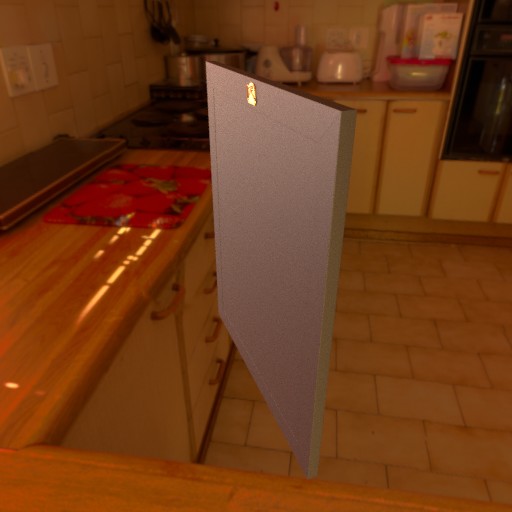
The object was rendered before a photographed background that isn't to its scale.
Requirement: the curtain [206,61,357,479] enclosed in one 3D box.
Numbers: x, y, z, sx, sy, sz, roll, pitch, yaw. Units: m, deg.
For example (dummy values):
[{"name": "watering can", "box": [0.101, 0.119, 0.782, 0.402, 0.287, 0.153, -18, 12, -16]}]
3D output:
[{"name": "curtain", "box": [0.000, 0.000, 0.779, 0.027, 0.585, 0.483, -11, 31, -19]}]
